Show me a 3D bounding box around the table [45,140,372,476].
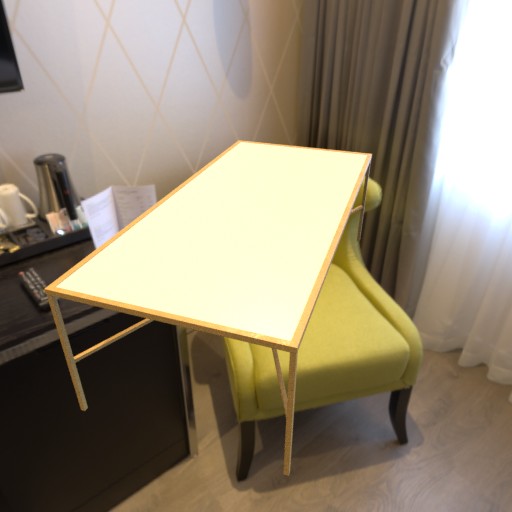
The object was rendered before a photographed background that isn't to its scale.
[{"bbox_3d":[0.000,0.000,1.497,0.580,0.398,1.206,10,32,16],"label":"table"}]
